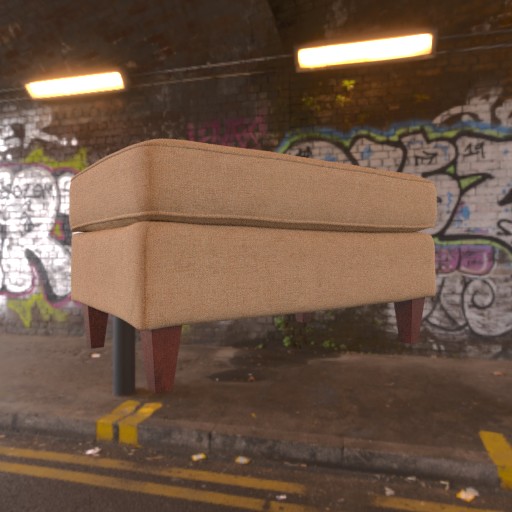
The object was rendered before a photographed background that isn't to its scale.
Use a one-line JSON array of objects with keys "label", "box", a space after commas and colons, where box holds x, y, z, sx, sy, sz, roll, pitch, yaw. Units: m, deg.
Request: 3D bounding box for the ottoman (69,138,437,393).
[{"label": "ottoman", "box": [0.000, 0.000, 1.212, 0.862, 0.484, 0.583, 0, 1, -35]}]
